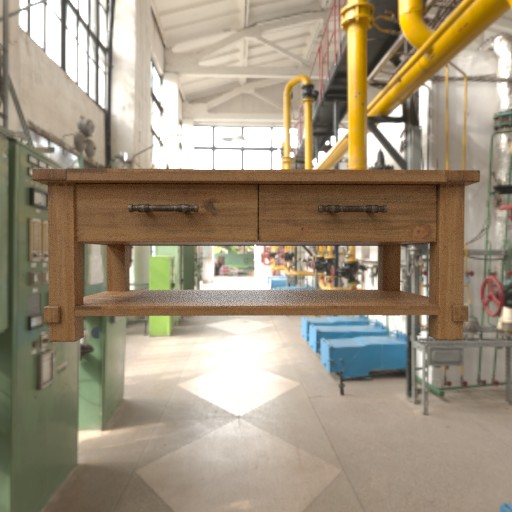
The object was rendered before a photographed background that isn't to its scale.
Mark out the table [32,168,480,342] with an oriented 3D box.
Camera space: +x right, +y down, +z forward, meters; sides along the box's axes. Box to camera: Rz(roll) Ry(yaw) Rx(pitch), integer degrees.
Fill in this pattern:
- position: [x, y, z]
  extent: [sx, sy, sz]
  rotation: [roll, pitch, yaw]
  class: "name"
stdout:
- position: [0.000, 0.000, 1.595]
  extent: [1.270, 0.494, 0.693]
  rotation: [0, 0, -1]
  class: "table"
